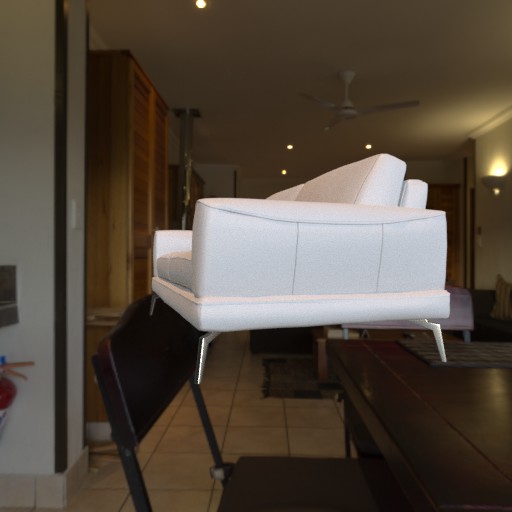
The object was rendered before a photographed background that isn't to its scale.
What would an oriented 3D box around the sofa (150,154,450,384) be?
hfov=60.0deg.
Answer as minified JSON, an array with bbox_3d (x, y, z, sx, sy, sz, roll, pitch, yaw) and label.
[{"bbox_3d":[0.000,0.000,2.694,1.121,0.930,2.177,0,0,-17],"label":"sofa"}]
